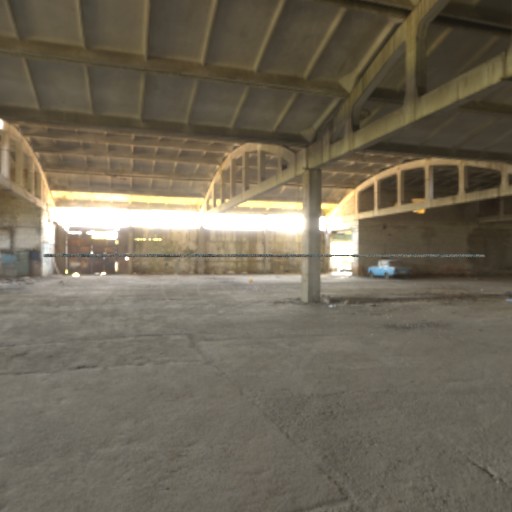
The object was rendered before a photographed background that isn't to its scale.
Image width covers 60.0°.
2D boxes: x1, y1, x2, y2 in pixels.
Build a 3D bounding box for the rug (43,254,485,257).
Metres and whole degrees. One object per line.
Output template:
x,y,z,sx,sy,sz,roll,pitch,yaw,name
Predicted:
0.000,0.000,3.044,2.439,0.015,1.524,0,0,-17,rug
